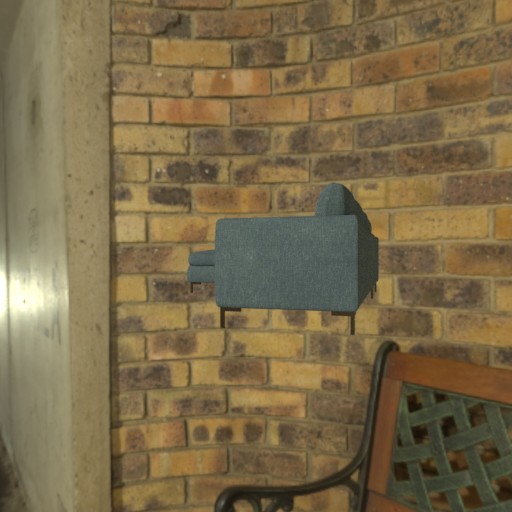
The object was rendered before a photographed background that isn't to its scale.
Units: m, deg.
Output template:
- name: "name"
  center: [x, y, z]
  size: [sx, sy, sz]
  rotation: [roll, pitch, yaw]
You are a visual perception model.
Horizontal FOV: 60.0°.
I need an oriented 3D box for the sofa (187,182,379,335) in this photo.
- name: "sofa"
  center: [0.000, 0.000, 3.935]
  size: [2.007, 0.815, 2.949]
  rotation: [0, 0, 17]
